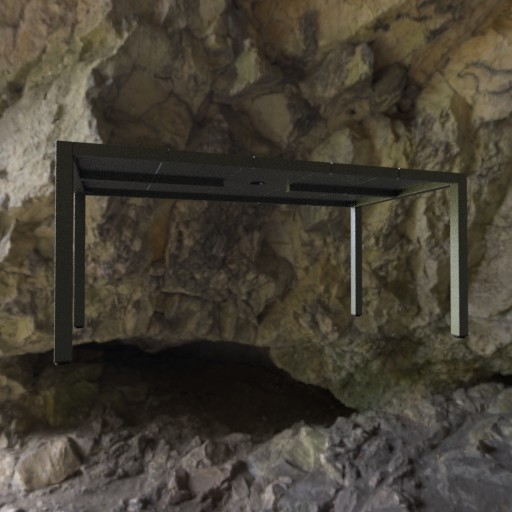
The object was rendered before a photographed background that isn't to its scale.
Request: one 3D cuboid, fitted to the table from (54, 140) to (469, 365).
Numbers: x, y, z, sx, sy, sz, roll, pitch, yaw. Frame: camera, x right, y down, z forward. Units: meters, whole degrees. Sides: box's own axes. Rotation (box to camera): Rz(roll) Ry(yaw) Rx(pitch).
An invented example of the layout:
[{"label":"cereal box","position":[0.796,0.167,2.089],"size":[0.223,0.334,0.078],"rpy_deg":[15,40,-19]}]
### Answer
[{"label":"table","position":[0.000,0.000,2.135],"size":[1.680,0.735,0.914],"rpy_deg":[0,-1,-19]}]
